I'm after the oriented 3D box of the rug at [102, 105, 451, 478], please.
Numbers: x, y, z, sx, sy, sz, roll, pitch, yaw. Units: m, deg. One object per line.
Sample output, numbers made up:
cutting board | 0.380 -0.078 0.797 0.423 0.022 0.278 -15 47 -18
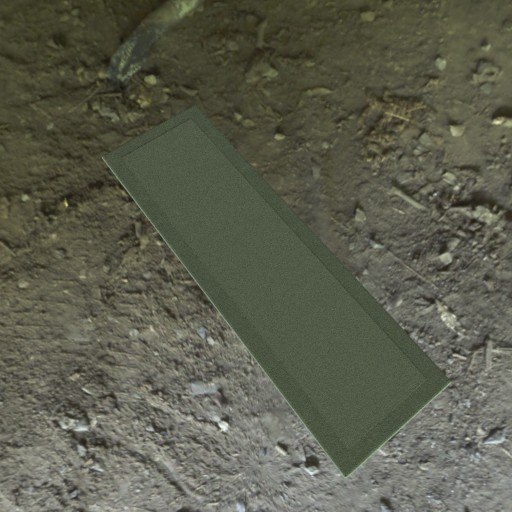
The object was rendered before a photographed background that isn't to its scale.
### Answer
rug | 0.000 0.000 2.658 0.759 0.012 2.430 -35 70 -15
